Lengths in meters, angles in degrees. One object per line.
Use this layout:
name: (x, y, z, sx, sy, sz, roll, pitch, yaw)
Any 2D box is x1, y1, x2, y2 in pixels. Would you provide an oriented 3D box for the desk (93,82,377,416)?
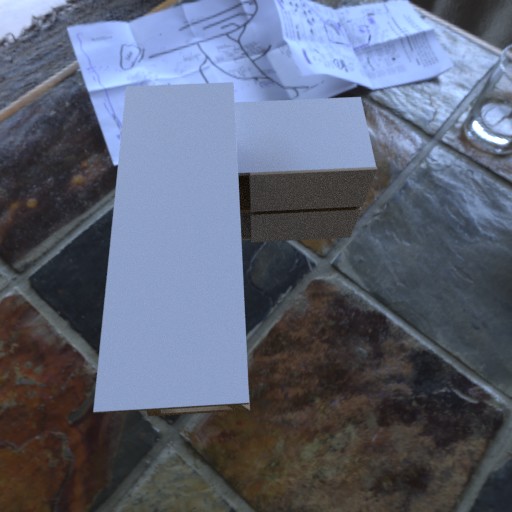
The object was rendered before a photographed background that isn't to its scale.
desk: (0.000, 0.000, 2.046, 1.098, 0.755, 1.404, -3, 64, -1)
